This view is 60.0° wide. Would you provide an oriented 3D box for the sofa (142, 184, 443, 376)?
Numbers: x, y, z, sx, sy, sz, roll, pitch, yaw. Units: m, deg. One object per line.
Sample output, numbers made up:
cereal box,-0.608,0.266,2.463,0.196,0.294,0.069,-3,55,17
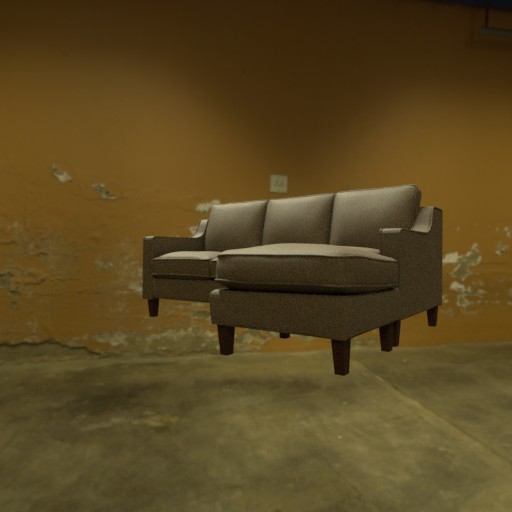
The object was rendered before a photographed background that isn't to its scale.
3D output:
sofa,0.000,0.000,3.342,2.317,1.081,1.858,0,0,36
